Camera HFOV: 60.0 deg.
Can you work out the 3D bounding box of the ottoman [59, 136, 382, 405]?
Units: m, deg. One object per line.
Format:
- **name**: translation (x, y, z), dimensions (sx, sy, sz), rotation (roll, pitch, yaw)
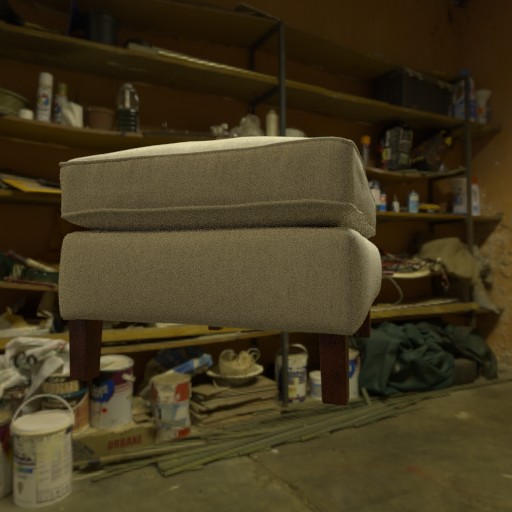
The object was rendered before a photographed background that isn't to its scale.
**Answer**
- **ottoman**: translation (0.000, 0.000, 0.934), dimensions (0.501, 0.406, 0.665), rotation (0, -1, 18)
